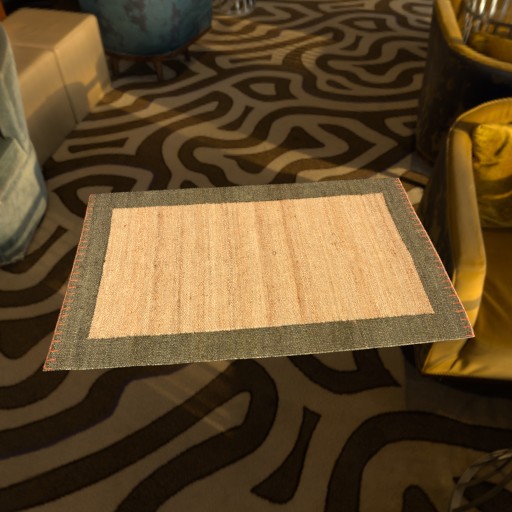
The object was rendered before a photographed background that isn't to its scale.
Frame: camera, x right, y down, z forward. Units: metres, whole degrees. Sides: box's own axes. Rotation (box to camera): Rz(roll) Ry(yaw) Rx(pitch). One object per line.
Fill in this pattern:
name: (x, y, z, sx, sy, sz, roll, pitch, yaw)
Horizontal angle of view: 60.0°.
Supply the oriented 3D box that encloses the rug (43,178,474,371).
rug: (0.000, 0.000, 2.963, 2.435, 0.006, 1.521, -3, 48, -3)
